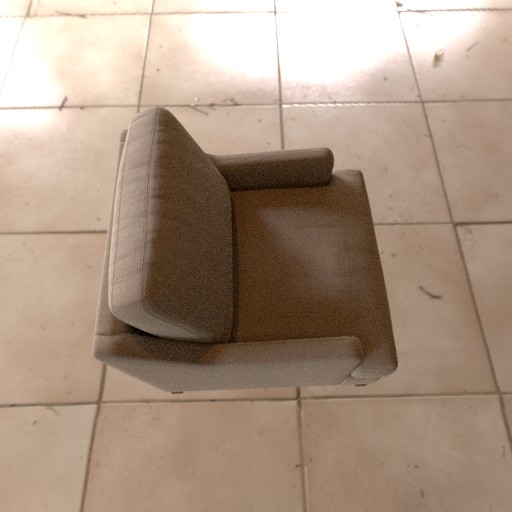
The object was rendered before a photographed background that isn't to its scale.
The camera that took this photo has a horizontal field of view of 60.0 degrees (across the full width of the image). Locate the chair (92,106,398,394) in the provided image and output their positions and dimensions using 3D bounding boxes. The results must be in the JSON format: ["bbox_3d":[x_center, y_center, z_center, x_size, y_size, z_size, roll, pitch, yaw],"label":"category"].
[{"bbox_3d":[0.000,0.000,1.719,1.001,0.916,0.912,-2,63,-1],"label":"chair"}]
